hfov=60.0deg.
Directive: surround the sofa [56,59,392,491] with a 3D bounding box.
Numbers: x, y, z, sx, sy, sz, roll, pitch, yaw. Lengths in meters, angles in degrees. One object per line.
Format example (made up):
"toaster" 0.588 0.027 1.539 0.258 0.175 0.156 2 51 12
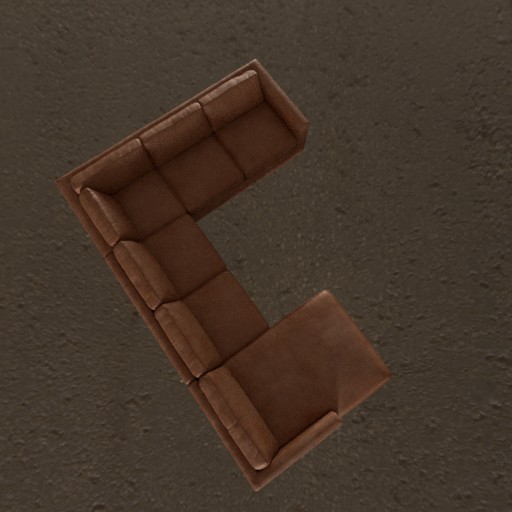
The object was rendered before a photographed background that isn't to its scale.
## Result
"sofa" 0.000 0.000 4.450 2.430 0.832 3.401 -35 78 -8
